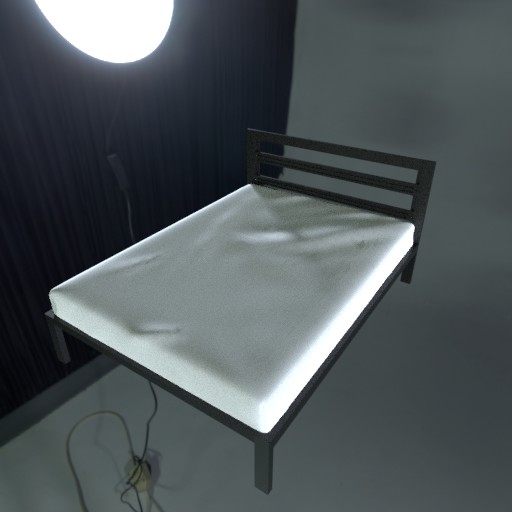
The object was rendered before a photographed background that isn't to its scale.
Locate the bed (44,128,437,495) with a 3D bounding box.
[{"bbox_3d":[0.000,0.000,2.834,1.524,0.967,2.062,19,35,29],"label":"bed"}]
